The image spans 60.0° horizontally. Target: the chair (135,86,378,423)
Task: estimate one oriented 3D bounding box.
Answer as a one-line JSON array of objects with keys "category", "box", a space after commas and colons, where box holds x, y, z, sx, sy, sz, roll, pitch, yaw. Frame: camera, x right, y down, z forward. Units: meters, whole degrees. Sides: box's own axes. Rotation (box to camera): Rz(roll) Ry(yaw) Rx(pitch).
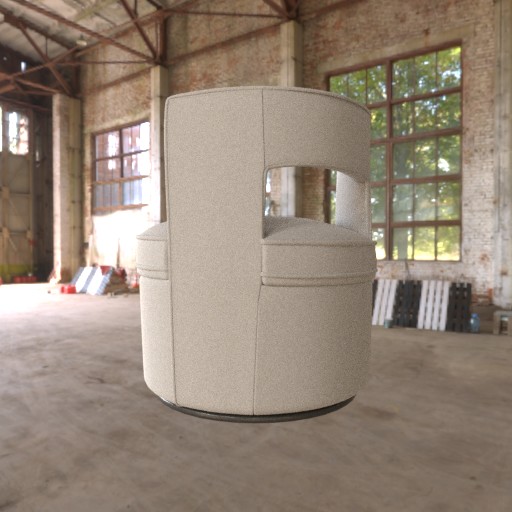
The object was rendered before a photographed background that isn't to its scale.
[{"category": "chair", "box": [0.000, 0.000, 1.232, 0.650, 0.723, 0.665, -1, 1, -35]}]
